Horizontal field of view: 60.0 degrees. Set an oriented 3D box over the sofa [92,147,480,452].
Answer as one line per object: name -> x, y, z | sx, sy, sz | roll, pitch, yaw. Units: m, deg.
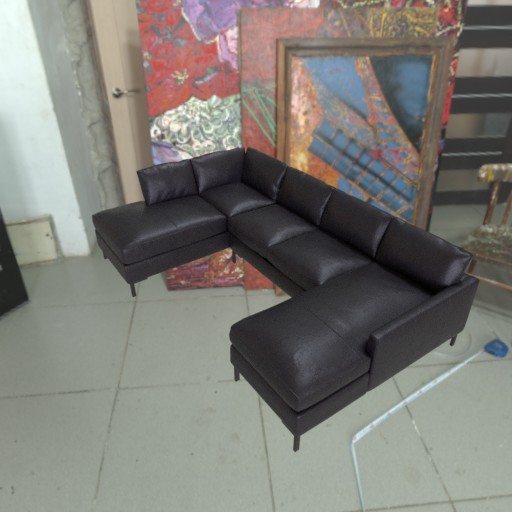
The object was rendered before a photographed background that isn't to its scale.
sofa -> 0.000, 0.000, 3.863 | 1.939, 0.900, 2.956 | -21, 38, -29
